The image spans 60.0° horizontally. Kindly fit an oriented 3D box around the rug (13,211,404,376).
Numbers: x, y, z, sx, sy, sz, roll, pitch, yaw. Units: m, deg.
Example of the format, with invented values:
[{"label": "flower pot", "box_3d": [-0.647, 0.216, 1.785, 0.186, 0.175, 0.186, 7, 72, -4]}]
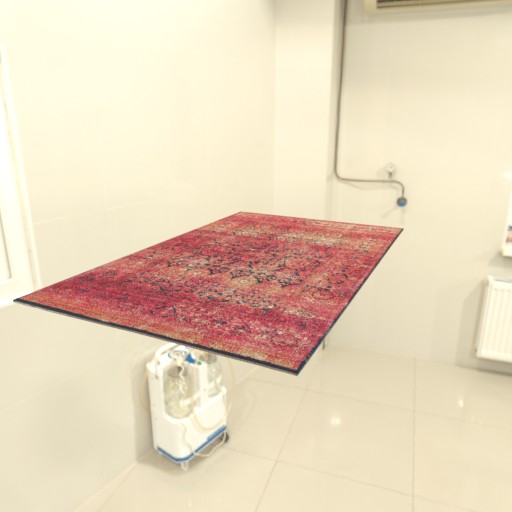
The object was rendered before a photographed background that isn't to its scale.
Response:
[{"label": "rug", "box_3d": [0.000, 0.000, 2.963, 1.539, 0.018, 2.449, 8, 19, 25]}]
